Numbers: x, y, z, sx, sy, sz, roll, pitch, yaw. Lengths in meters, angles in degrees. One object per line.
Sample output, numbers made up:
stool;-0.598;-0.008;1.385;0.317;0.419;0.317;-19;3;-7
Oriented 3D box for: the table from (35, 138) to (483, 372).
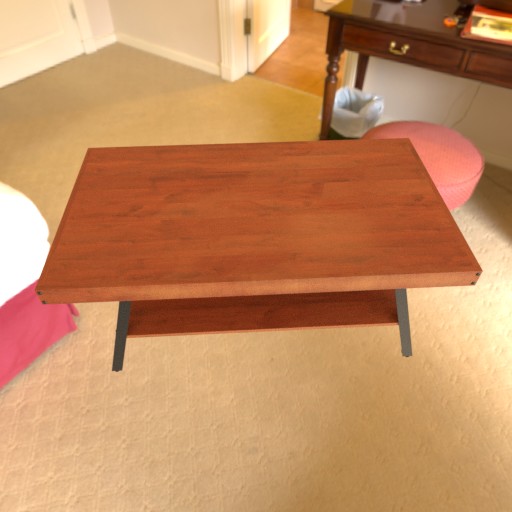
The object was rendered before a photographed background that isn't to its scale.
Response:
table;0.000;0.000;1.427;1.067;0.457;0.610;-2;46;-2
